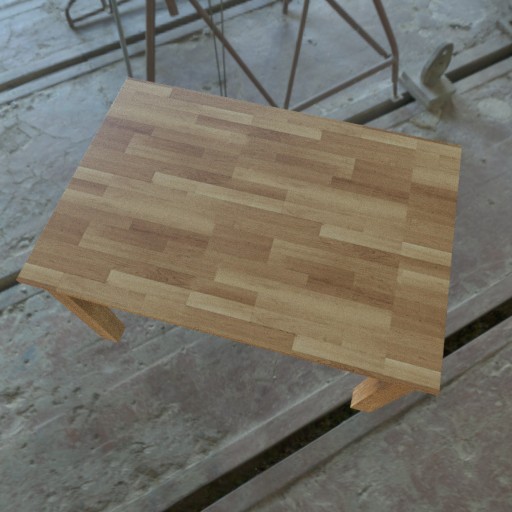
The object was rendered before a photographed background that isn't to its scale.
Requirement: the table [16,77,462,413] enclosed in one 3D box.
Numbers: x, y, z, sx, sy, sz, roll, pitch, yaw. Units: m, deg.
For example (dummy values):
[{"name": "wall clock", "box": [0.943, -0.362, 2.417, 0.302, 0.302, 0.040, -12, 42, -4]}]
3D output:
[{"name": "table", "box": [0.000, 0.000, 1.829, 1.300, 0.750, 0.900, 14, 65, 7]}]
